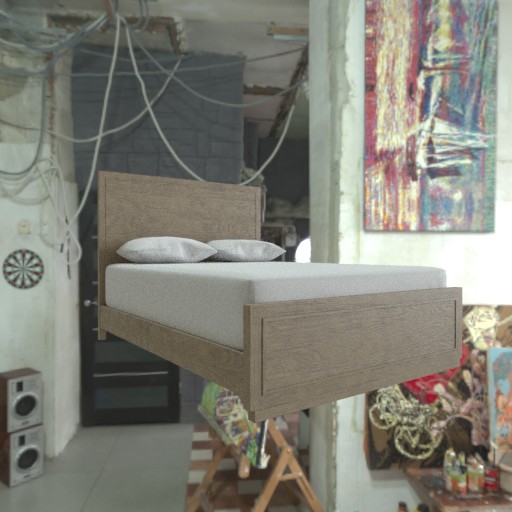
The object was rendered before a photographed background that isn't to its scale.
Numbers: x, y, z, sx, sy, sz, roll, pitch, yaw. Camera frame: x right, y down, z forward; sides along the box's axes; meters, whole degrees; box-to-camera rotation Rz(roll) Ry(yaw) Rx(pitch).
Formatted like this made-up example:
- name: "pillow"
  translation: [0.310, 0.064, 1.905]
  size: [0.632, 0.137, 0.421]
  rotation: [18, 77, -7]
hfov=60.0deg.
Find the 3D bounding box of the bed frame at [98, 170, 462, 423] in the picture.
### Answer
- name: "bed frame"
  translation: [0.000, 0.000, 3.183]
  size: [1.606, 1.369, 2.189]
  rotation: [0, 1, -35]
